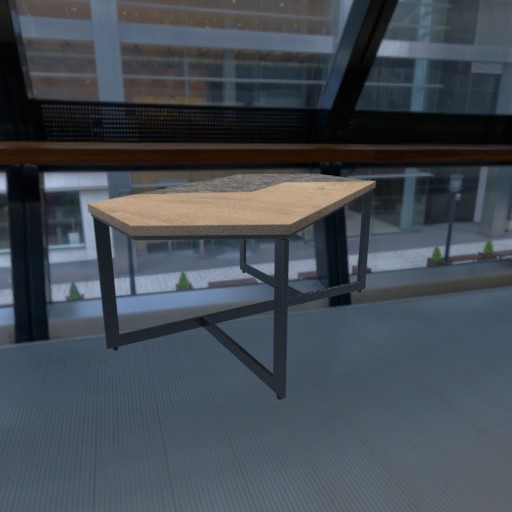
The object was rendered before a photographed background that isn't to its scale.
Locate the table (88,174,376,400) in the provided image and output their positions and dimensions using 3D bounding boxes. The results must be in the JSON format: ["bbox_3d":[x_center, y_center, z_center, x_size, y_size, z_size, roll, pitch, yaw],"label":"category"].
[{"bbox_3d":[0.000,0.000,1.548,0.609,0.457,1.219,8,18,25],"label":"table"}]
